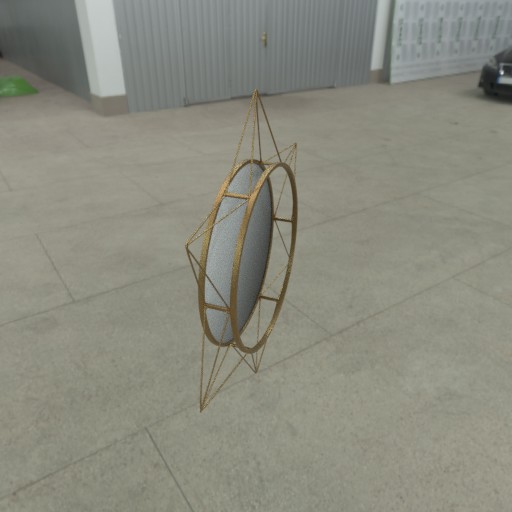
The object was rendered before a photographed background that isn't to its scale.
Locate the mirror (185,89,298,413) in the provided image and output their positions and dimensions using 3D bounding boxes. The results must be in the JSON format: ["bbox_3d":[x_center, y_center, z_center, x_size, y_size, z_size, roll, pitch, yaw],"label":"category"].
[{"bbox_3d":[0.000,0.000,0.815,0.062,0.581,0.498,10,31,18],"label":"mirror"}]
